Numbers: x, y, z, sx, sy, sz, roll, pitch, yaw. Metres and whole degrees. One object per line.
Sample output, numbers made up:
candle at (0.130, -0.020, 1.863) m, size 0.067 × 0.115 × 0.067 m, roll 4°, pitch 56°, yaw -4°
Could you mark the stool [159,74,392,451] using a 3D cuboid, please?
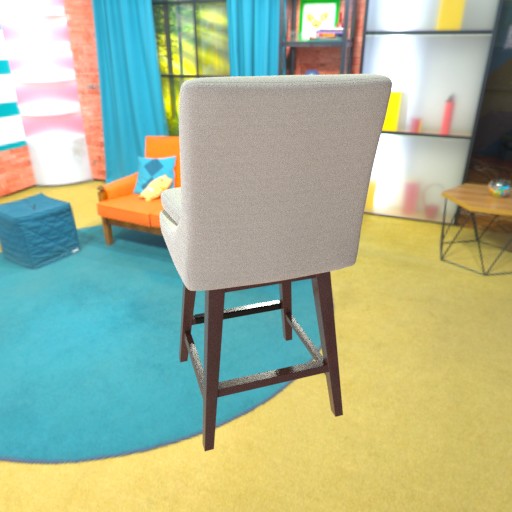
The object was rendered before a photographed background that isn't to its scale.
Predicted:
stool at (0.000, 0.000, 1.274) m, size 0.483 × 0.991 × 0.559 m, roll -8°, pitch 27°, yaw -16°
